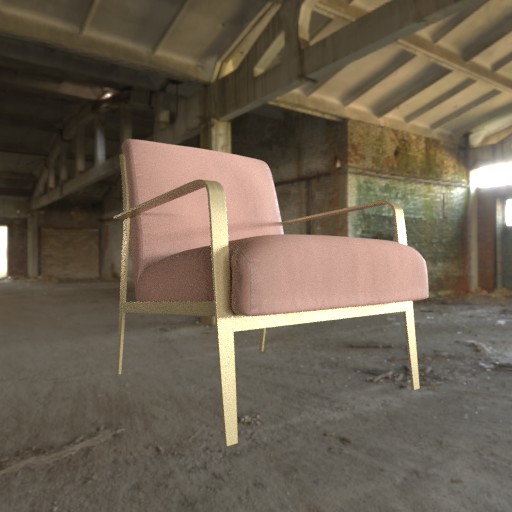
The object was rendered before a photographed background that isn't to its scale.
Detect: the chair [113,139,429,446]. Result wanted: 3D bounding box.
[{"bbox_3d":[0.000,0.000,1.427,0.701,0.823,0.848,0,0,-36],"label":"chair"}]
